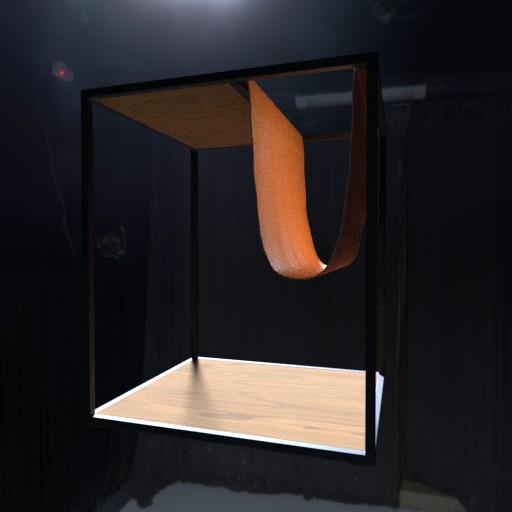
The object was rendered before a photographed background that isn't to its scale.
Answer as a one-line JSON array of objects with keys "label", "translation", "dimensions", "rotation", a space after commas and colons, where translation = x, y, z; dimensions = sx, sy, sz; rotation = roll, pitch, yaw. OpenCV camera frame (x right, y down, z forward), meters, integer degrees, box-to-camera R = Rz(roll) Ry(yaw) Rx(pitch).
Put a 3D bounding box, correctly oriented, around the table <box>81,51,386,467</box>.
[{"label": "table", "translation": [0.000, 0.000, 0.822], "dimensions": [0.450, 0.536, 0.399], "rotation": [0, 1, 18]}]
